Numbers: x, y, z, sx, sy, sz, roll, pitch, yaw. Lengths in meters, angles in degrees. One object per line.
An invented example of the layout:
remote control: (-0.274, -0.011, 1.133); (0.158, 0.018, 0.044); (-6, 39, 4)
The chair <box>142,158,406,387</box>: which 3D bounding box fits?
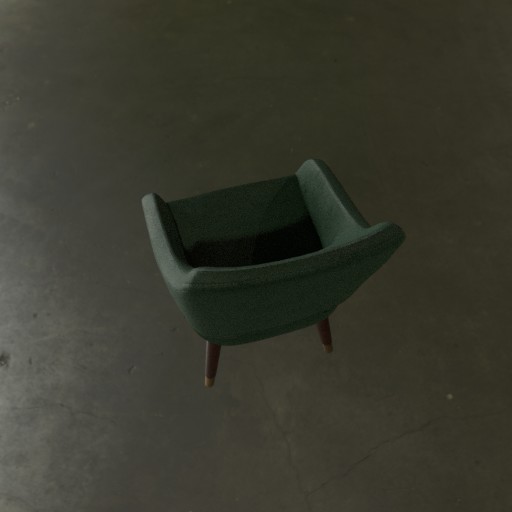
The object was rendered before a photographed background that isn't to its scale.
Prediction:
chair: (0.000, 0.000, 1.555); (0.683, 1.081, 0.794); (-14, 59, -9)
